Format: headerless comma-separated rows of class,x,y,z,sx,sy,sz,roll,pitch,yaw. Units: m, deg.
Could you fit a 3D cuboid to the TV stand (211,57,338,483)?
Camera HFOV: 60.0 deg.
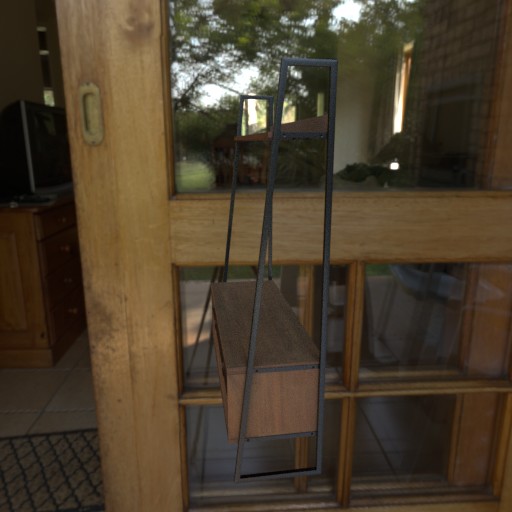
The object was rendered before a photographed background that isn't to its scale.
TV stand,0.000,0.000,2.391,0.432,1.772,1.250,-2,14,-9
